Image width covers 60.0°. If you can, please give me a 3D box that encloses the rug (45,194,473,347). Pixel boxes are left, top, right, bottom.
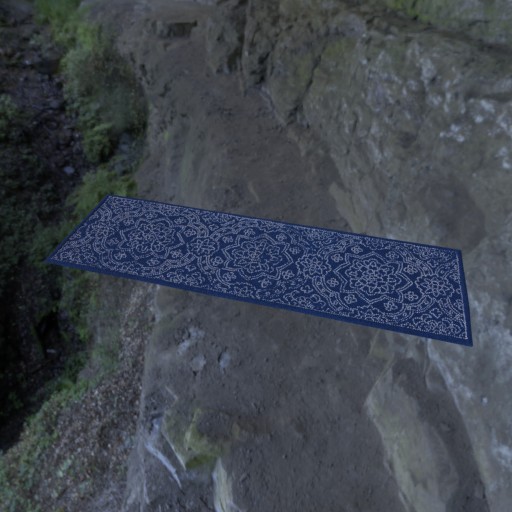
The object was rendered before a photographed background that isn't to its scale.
[{"bbox_3d":[0.000,0.000,2.715,2.448,0.012,0.769,10,42,11],"label":"rug"}]
